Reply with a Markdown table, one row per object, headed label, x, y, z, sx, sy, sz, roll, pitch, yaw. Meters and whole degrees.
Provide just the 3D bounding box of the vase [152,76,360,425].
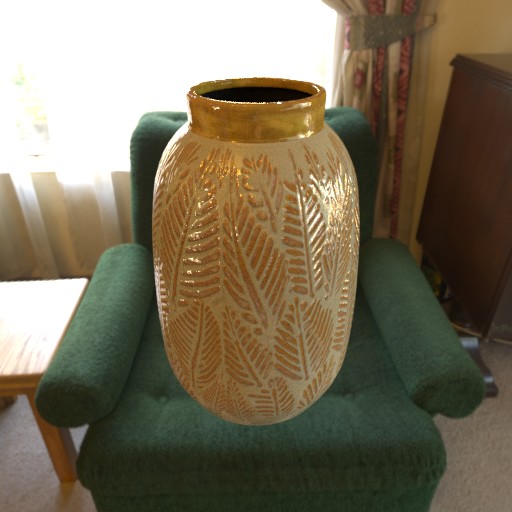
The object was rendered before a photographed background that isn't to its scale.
| label | x | y | z | sx | sy | sz | roll | pitch | yaw |
| --- | --- | --- | --- | --- | --- | --- | --- | --- | --- |
| vase | 0.000 | 0.000 | 0.375 | 0.172 | 0.270 | 0.172 | 0 | 32 | 0 |
